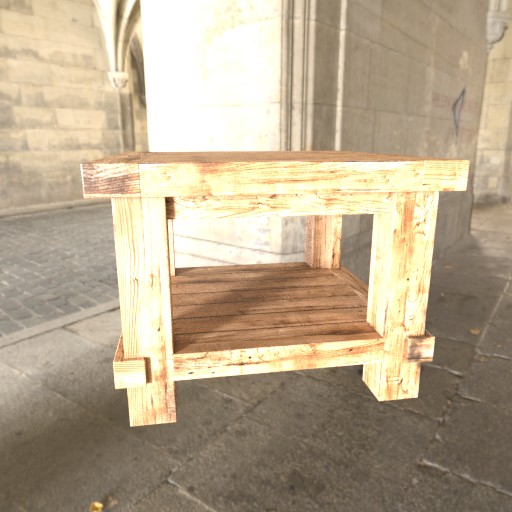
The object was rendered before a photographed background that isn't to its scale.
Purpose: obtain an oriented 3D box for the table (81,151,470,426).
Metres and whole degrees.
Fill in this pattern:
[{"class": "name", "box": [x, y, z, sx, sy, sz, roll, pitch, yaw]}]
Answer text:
[{"class": "table", "box": [0.000, 0.000, 1.027, 0.610, 0.457, 0.610, -2, 15, -9]}]
